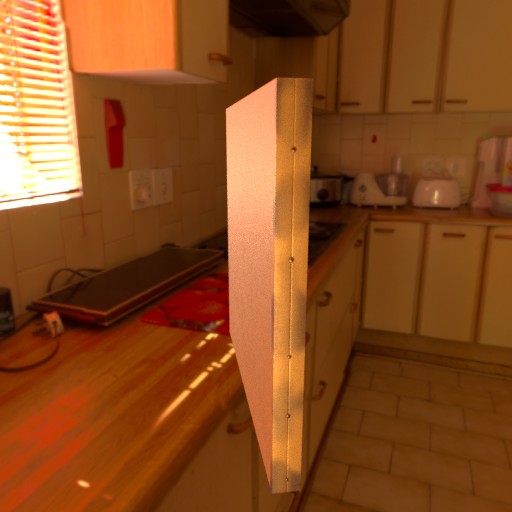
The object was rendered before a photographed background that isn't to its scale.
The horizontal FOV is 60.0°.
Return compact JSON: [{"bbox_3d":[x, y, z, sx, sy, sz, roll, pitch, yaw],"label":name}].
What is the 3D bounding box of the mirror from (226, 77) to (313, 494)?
[{"bbox_3d":[0.000,0.000,0.757,0.042,0.507,0.509,-2,15,-9],"label":"mirror"}]
